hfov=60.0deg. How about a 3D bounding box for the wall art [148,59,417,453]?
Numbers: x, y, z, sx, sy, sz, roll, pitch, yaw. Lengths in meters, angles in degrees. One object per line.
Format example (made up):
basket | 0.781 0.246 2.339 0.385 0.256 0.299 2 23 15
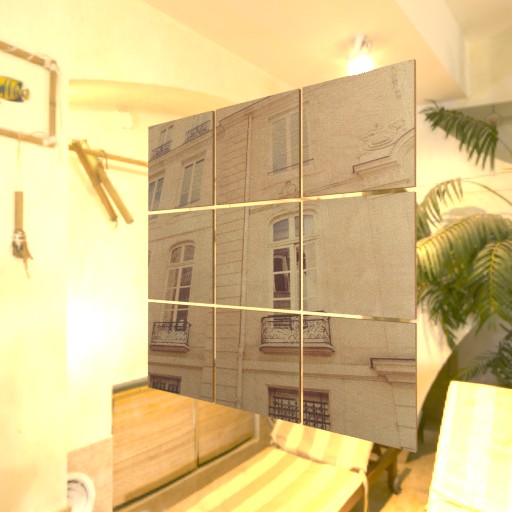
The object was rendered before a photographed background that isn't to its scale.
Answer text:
wall art | 0.000 0.000 1.297 0.915 0.913 0.018 0 -1 35
